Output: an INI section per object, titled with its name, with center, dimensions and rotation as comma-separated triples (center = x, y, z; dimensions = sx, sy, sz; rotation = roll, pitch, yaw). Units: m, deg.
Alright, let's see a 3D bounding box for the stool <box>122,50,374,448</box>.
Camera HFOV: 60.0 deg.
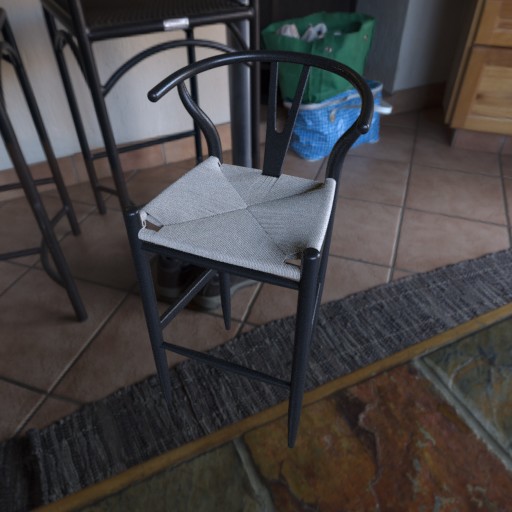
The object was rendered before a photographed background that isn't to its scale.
[stool]
center = 0.000, 0.000, 1.392
dimensions = 0.569, 1.072, 0.579
rotation = 14, 42, 16
